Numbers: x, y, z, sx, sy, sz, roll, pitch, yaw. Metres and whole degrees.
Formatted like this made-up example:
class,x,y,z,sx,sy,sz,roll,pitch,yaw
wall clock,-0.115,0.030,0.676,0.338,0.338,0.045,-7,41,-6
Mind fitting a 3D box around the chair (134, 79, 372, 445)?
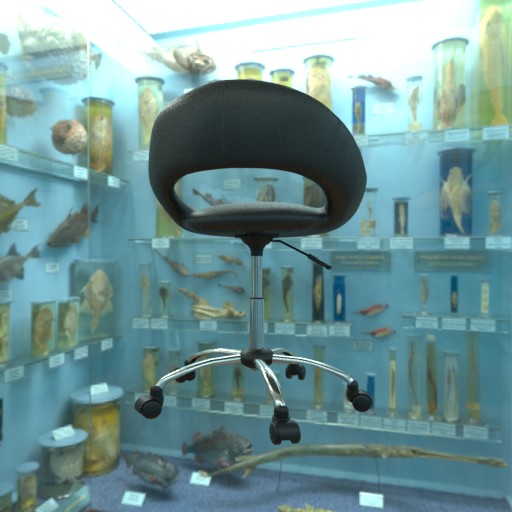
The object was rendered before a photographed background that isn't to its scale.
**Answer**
class,x,y,z,sx,sy,sz,roll,pitch,yaw
chair,0.000,0.000,1.206,0.612,0.791,0.538,0,0,17
